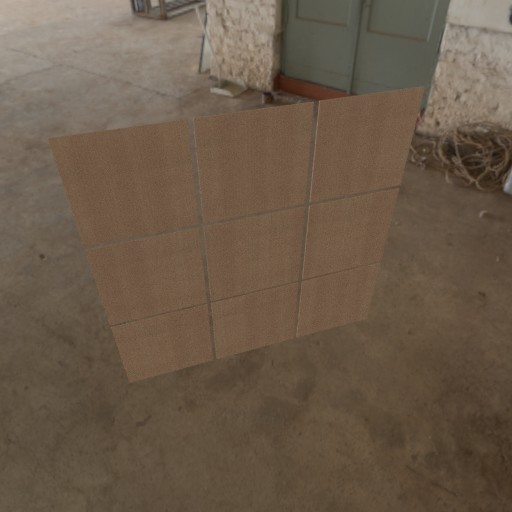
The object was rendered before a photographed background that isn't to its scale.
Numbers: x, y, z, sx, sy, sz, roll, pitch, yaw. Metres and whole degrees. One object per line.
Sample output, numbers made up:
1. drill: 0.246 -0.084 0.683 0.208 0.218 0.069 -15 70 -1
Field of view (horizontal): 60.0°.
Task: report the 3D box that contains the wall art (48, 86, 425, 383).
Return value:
1. wall art: 0.000 0.000 2.206 1.517 1.505 0.002 -12 43 -14
